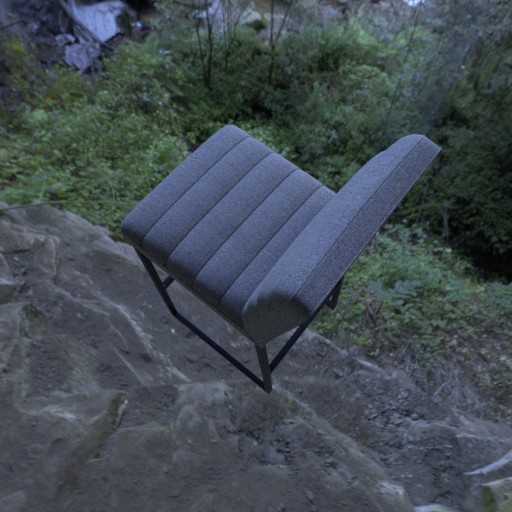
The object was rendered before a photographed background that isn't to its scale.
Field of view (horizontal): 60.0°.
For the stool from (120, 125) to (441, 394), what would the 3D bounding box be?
[{"bbox_3d":[0.000,0.000,1.302,0.571,1.034,0.459,36,70,16],"label":"stool"}]
